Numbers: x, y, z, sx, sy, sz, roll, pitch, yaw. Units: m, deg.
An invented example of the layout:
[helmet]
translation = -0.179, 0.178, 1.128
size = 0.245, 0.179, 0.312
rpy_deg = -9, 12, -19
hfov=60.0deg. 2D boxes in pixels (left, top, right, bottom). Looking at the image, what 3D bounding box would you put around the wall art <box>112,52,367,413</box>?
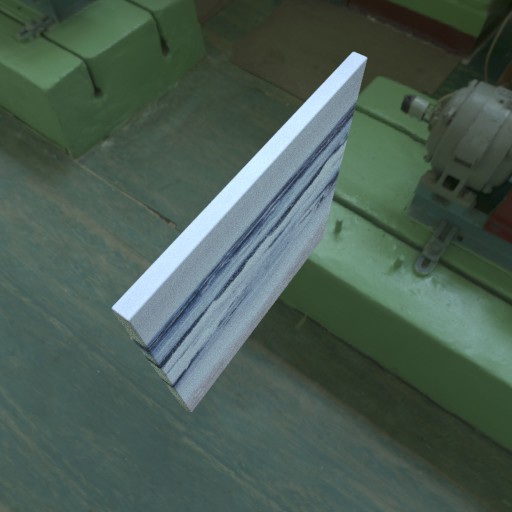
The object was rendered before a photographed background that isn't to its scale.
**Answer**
[wall art]
translation = 0.000, 0.000, 1.152
size = 0.065, 0.747, 0.755
rpy_deg = 32, 65, 17
